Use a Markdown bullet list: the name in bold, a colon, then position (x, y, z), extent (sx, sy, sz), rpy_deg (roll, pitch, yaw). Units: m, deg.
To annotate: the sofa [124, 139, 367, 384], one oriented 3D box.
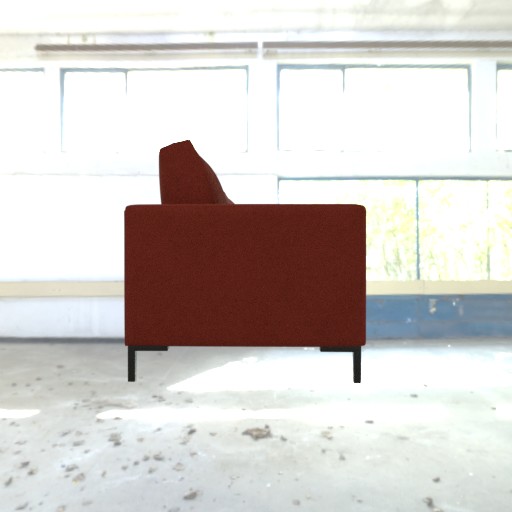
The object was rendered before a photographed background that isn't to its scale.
- **sofa**: position (0.000, 0.000, 2.641), extent (0.875, 0.879, 2.252), rpy_deg (0, 0, 1)
